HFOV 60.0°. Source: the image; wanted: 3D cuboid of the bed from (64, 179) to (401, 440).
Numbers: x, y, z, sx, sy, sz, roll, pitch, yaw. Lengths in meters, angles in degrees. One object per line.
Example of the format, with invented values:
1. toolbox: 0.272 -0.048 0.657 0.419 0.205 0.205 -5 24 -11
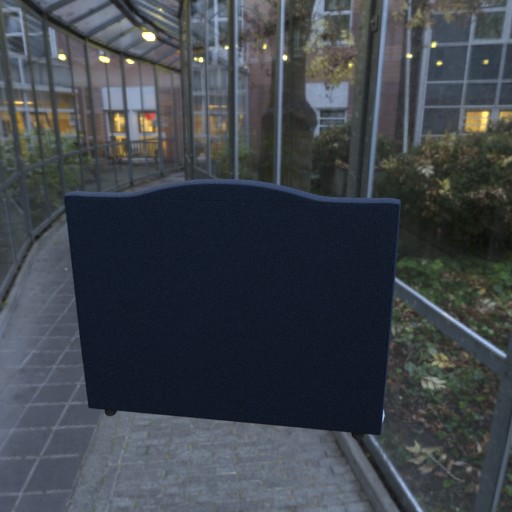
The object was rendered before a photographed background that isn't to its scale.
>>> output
1. bed: 0.000 0.000 3.433 1.821 1.436 2.282 2 17 8
